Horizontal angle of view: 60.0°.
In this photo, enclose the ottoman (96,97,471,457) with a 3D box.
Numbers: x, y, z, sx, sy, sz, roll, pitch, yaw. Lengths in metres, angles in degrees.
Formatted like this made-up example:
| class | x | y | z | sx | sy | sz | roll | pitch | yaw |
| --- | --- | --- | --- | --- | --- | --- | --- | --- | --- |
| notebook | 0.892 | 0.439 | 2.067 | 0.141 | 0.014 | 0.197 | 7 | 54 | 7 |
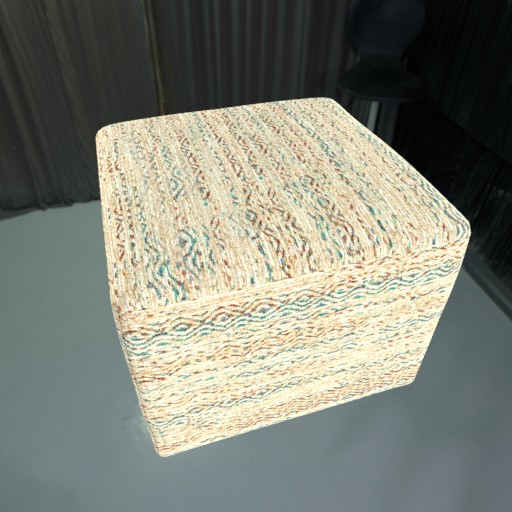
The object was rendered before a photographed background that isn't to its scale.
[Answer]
| class | x | y | z | sx | sy | sz | roll | pitch | yaw |
| --- | --- | --- | --- | --- | --- | --- | --- | --- | --- |
| ottoman | 0.000 | 0.000 | 0.877 | 0.521 | 0.453 | 0.512 | -12 | 43 | -13 |
